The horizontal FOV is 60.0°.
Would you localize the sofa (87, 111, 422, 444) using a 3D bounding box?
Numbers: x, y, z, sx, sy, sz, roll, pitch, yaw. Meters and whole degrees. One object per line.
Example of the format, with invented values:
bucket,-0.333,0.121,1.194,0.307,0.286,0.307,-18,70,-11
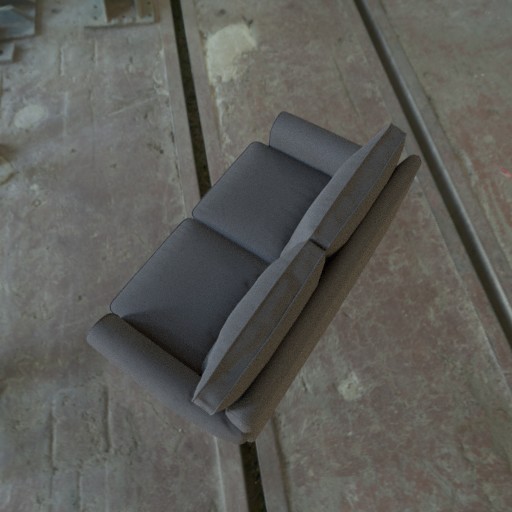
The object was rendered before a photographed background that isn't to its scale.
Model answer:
sofa,0.000,0.000,2.273,0.964,0.937,1.665,31,67,15
